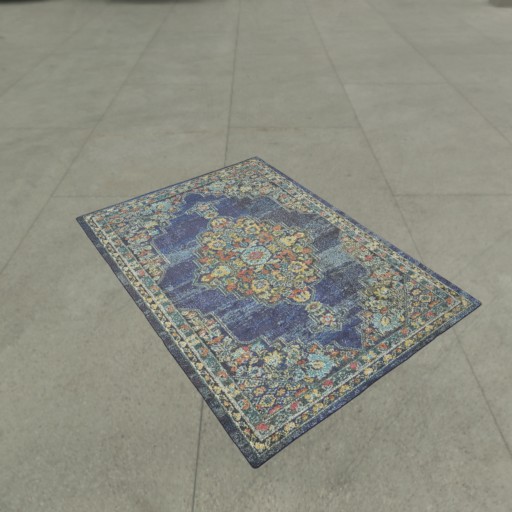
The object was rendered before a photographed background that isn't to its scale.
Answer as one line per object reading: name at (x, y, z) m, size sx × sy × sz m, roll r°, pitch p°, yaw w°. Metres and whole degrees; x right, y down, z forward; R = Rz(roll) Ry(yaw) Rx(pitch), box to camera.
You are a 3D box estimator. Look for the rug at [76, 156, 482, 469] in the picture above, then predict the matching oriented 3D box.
rug at (0.000, 0.000, 2.882) m, size 1.630 × 0.009 × 2.232 m, roll -25°, pitch 46°, yaw -27°
